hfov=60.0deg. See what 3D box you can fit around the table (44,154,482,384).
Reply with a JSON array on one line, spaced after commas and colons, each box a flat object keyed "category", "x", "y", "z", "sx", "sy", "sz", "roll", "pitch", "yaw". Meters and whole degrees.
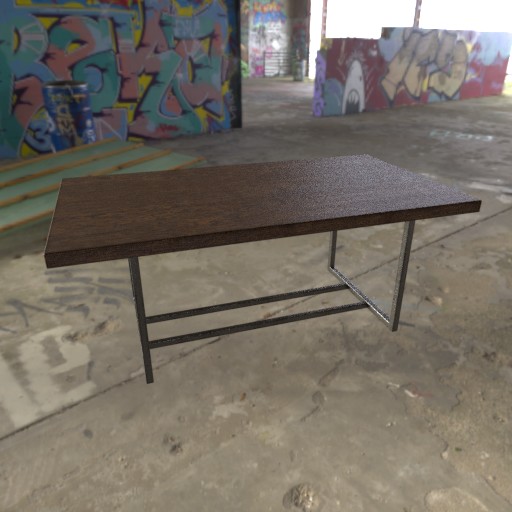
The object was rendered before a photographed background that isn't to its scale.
[{"category": "table", "x": 0.000, "y": 0.000, "z": 2.528, "sx": 1.989, "sy": 0.795, "sz": 1.078, "roll": -8, "pitch": 27, "yaw": -16}]
